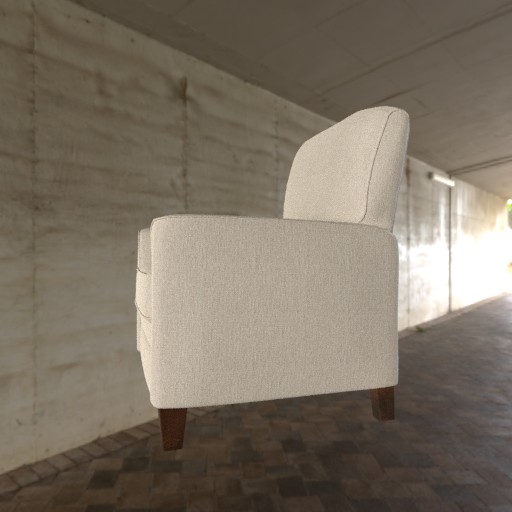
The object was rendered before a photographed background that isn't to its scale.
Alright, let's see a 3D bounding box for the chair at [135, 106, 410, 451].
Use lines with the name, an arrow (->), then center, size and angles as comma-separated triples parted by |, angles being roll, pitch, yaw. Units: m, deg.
chair -> 0.000, 0.000, 1.642 | 0.858, 1.028, 0.841 | 0, 1, -18
